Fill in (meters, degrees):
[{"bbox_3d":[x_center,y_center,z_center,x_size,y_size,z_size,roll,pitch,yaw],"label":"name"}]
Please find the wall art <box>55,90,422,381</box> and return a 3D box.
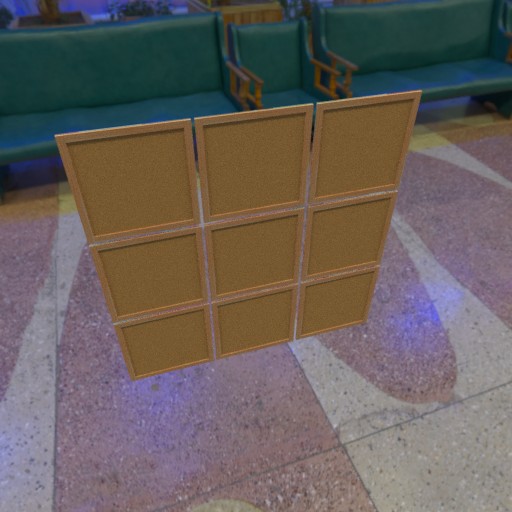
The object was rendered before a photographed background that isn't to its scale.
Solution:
[{"bbox_3d":[0.000,0.000,2.261,1.521,1.519,0.013,-11,41,-13],"label":"wall art"}]
